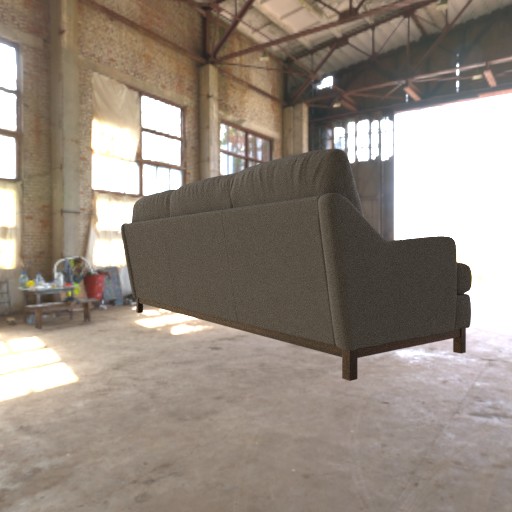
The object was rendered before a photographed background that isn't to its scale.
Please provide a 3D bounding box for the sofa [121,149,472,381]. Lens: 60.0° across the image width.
[{"bbox_3d":[0.000,0.000,2.830,0.987,0.926,2.344,-1,1,-35],"label":"sofa"}]
